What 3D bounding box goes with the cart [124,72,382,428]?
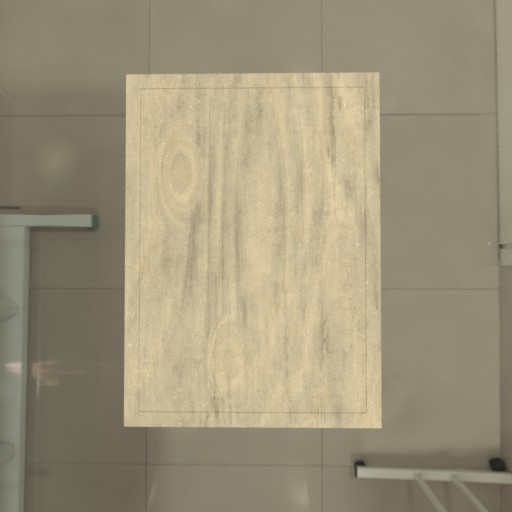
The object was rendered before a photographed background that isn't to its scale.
[{"bbox_3d":[0.000,0.000,1.442,0.567,0.920,0.797,0,89,1],"label":"cart"}]
